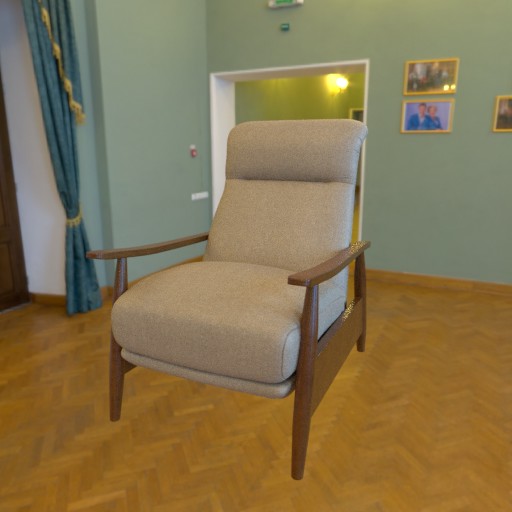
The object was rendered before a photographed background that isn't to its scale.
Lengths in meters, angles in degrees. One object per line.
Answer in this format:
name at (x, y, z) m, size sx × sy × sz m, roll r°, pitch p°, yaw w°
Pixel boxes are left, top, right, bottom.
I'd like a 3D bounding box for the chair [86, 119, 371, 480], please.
chair at (0.000, 0.000, 1.761) m, size 0.762 × 1.082 × 1.030 m, roll 6°, pitch 15°, yaw 24°
